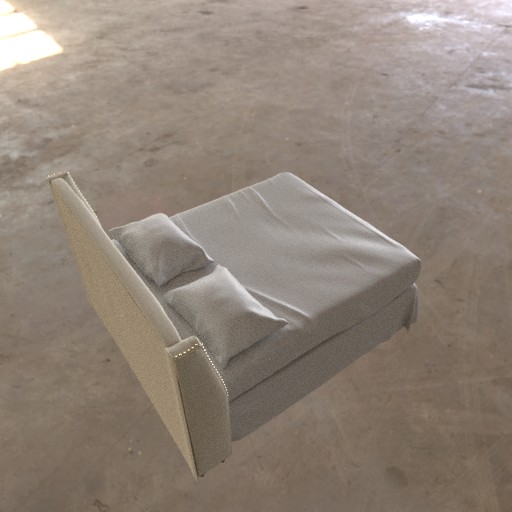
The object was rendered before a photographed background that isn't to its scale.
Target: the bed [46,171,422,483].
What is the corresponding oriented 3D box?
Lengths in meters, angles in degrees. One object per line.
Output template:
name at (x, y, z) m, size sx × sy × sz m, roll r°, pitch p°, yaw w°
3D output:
bed at (0.000, 0.000, 3.420) m, size 2.276 × 1.332 × 1.925 m, roll -25°, pitch 47°, yaw -26°
